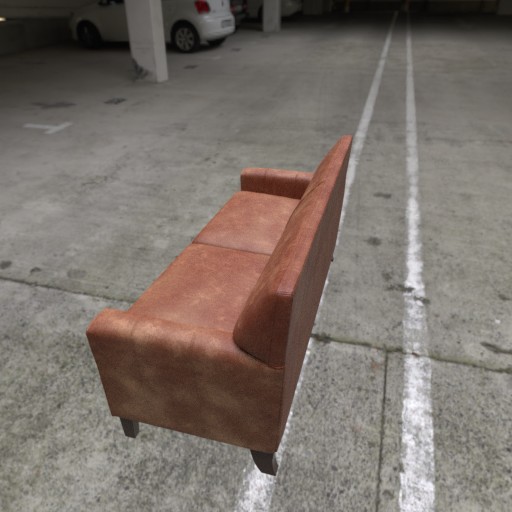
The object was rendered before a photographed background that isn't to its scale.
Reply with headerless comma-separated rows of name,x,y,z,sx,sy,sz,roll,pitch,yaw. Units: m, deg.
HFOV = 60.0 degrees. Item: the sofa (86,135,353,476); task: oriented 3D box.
sofa,0.000,0.000,2.482,0.805,0.947,2.053,8,30,14
